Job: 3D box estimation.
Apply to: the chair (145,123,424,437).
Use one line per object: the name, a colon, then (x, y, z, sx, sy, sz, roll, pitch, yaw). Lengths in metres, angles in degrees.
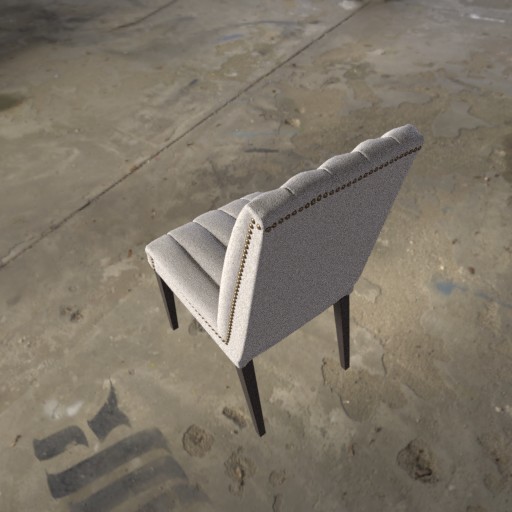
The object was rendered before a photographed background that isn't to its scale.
chair: (0.000, 0.000, 1.420, 0.511, 1.016, 0.647, -29, 52, -26)
